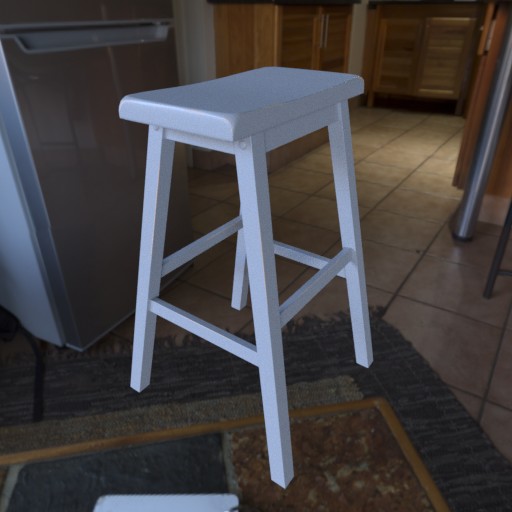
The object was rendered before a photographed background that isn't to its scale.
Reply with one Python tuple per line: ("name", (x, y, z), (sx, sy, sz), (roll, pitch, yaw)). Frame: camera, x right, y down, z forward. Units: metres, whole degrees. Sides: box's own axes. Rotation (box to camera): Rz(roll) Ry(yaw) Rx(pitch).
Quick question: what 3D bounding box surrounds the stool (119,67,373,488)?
("stool", (0.000, 0.000, 1.007), (0.476, 0.737, 0.457), (20, 36, 30))
